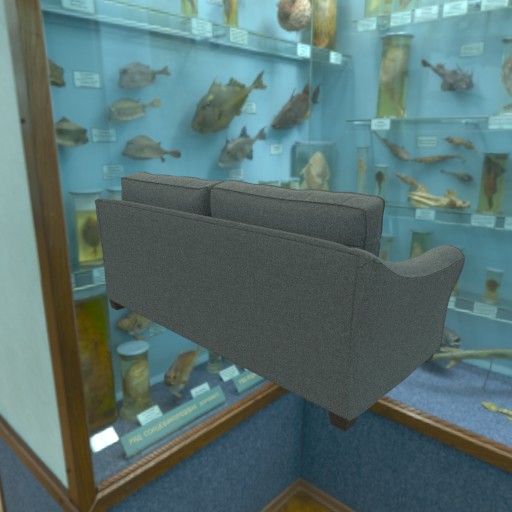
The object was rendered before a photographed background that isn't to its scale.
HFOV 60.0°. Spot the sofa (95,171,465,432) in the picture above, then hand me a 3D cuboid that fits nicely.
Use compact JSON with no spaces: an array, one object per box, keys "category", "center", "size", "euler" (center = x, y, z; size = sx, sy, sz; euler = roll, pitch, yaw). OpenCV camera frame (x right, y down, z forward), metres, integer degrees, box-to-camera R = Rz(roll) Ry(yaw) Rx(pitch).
[{"category":"sofa","center":[0.000,0.000,2.758],"size":[2.203,0.976,1.013],"euler":[14,21,43]}]
